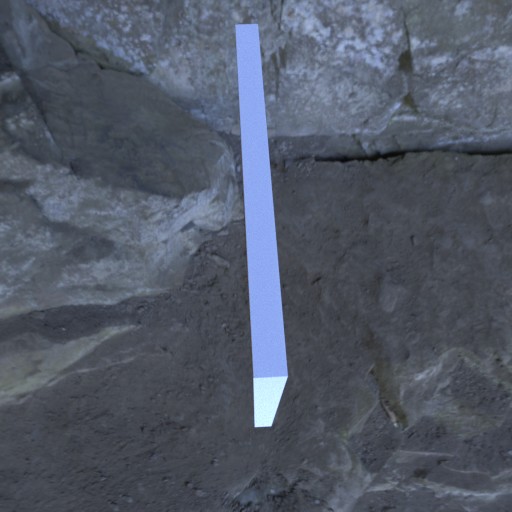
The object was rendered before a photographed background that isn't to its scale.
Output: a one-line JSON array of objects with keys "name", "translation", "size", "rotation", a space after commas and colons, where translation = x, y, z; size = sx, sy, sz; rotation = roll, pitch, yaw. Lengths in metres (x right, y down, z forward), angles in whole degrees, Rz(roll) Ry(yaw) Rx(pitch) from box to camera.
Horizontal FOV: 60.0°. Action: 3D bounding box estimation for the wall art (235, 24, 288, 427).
[{"name": "wall art", "translation": [0.000, 0.000, 0.462], "size": [0.020, 0.307, 0.307], "rotation": [-3, 64, -1]}]
